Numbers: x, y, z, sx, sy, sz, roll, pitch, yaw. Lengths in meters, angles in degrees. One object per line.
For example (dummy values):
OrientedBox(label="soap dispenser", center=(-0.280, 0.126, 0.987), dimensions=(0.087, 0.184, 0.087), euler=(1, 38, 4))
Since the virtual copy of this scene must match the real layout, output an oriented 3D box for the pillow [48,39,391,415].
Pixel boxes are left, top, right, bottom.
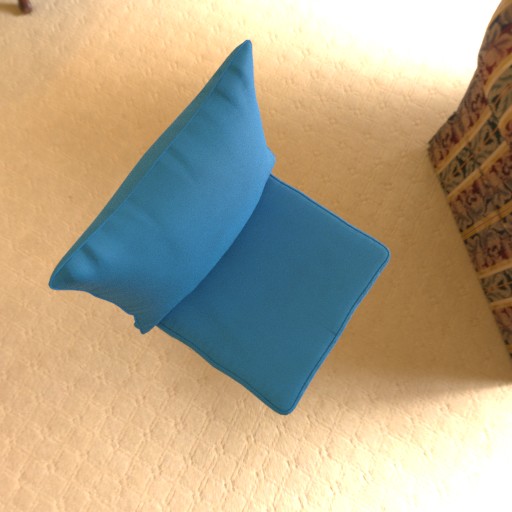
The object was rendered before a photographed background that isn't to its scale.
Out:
OrientedBox(label="pillow", center=(0.000, 0.000, 1.334), dimensions=(0.733, 0.725, 0.798), euler=(34, 78, 8))
